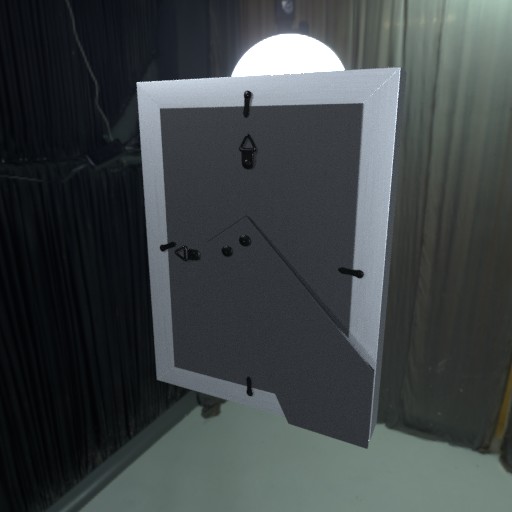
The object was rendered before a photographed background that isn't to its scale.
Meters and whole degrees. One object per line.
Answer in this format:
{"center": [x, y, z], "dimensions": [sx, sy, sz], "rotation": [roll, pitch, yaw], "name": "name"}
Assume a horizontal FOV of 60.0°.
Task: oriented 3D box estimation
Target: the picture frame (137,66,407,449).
{"center": [0.000, 0.000, 0.275], "dimensions": [0.157, 0.208, 0.028], "rotation": [7, 17, 25], "name": "picture frame"}
